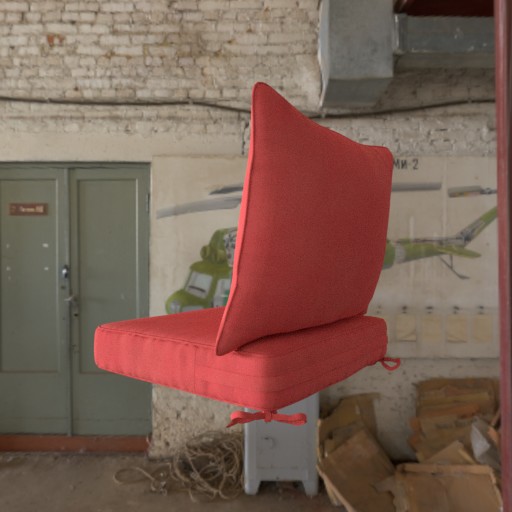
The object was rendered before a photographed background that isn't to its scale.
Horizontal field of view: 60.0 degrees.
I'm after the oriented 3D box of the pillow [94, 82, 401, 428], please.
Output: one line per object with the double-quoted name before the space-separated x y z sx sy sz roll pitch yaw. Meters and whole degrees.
"pillow" 0.000 0.000 1.369 0.733 0.725 0.798 0 0 37
